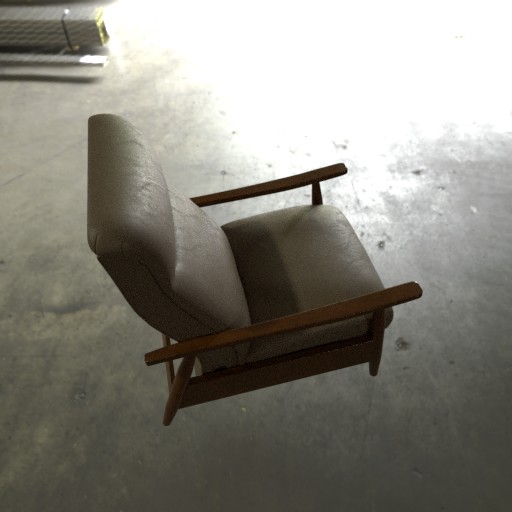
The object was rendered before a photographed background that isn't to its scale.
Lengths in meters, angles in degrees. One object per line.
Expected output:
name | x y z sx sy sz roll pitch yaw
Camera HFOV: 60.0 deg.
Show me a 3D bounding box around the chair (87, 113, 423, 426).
chair | 0.000 0.000 1.755 1.014 1.082 0.762 -10 50 -9
